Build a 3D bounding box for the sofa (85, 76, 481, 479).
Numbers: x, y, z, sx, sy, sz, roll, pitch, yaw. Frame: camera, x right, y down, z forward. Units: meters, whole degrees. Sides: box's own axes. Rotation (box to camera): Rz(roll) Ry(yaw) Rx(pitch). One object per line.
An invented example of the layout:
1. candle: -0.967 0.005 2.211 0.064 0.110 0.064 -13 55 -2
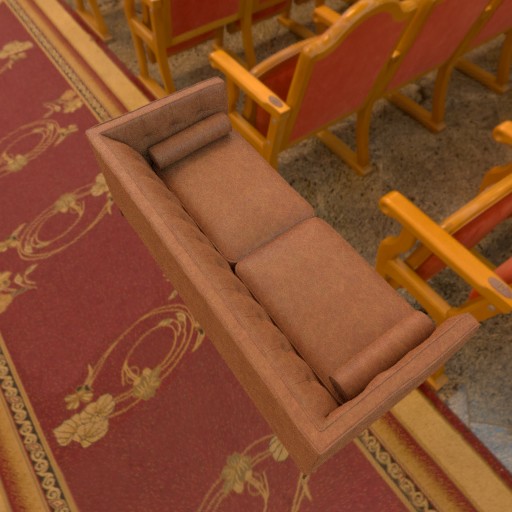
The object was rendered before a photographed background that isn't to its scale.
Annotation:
1. sofa: 0.000 0.000 2.485 0.912 0.798 2.079 -31 63 -18
